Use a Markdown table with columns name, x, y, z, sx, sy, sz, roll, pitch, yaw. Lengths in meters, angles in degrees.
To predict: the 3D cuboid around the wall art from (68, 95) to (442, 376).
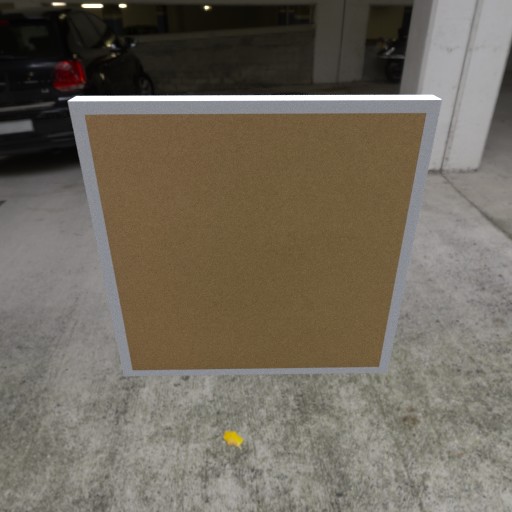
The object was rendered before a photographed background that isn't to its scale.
| name | x | y | z | sx | sy | sz | roll | pitch | yaw |
| --- | --- | --- | --- | --- | --- | --- | --- | --- | --- |
| wall art | 0.000 | 0.000 | 0.742 | 0.508 | 0.507 | 0.035 | -1 | 30 | -1 |
